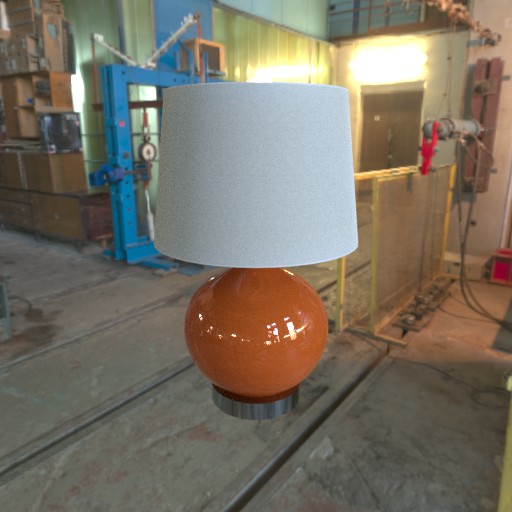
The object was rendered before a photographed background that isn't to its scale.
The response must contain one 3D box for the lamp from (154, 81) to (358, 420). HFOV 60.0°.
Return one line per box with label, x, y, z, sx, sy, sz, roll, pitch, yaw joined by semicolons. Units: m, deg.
lamp;0.000;0.000;0.553;0.247;0.387;0.247;0;15;0
